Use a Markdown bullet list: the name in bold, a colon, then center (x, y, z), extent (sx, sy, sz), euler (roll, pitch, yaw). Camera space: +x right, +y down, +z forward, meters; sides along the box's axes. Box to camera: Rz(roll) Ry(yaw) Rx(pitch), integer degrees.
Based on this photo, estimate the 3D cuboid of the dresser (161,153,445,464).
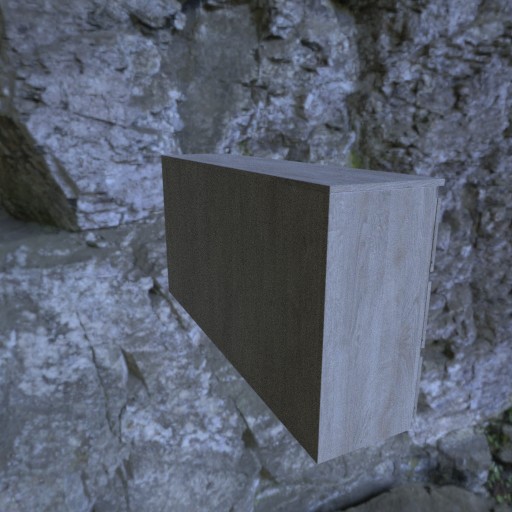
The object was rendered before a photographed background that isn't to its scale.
- **dresser**: center (0.000, 0.000, 1.929), extent (0.390, 0.795, 1.590), euler (-8, 17, -25)
